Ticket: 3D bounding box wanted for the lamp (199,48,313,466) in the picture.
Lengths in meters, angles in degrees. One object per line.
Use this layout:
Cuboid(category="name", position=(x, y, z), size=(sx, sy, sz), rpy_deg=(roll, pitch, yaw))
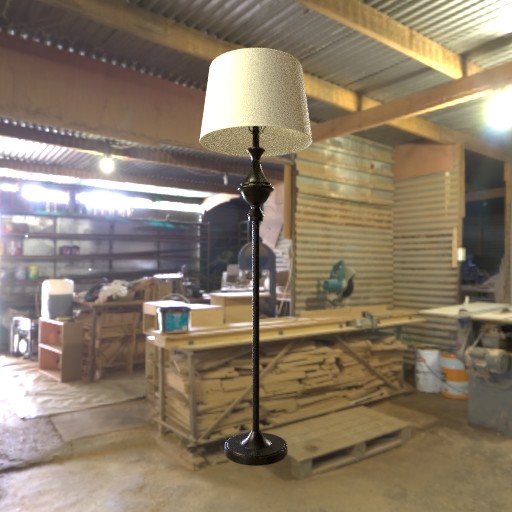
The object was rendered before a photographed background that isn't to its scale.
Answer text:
Cuboid(category="lamp", position=(0.000, 0.000, 1.694), size=(0.431, 1.484, 0.431), rpy_deg=(0, -1, 0))
